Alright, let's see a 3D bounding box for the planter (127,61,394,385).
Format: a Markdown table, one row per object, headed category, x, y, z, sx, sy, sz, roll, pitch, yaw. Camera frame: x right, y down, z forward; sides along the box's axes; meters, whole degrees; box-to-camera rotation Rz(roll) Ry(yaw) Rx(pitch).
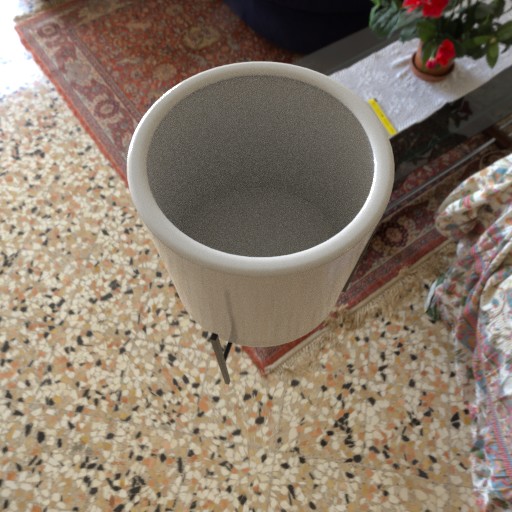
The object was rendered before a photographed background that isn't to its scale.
| category | x | y | z | sx | sy | sz | roll | pitch | yaw |
| --- | --- | --- | --- | --- | --- | --- | --- | --- | --- |
| planter | 0.000 | 0.000 | 0.650 | 0.307 | 0.431 | 0.308 | 17 | 65 | 8 |
